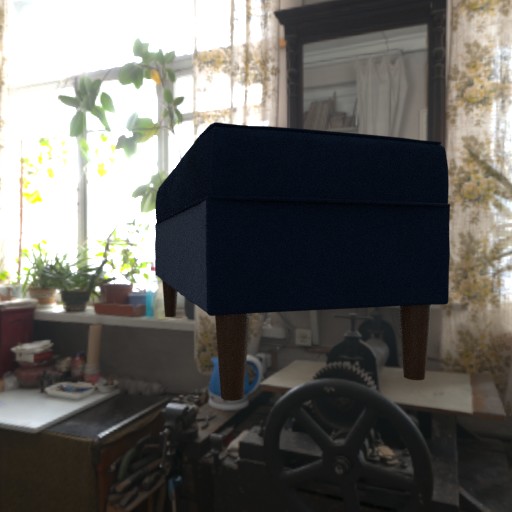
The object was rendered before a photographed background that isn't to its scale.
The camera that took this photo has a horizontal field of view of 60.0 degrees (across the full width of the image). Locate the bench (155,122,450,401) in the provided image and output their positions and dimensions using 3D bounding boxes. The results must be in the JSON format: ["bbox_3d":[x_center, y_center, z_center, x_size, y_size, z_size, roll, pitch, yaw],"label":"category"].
[{"bbox_3d":[0.000,0.000,1.260,0.489,0.467,1.010,0,2,-18],"label":"bench"}]
